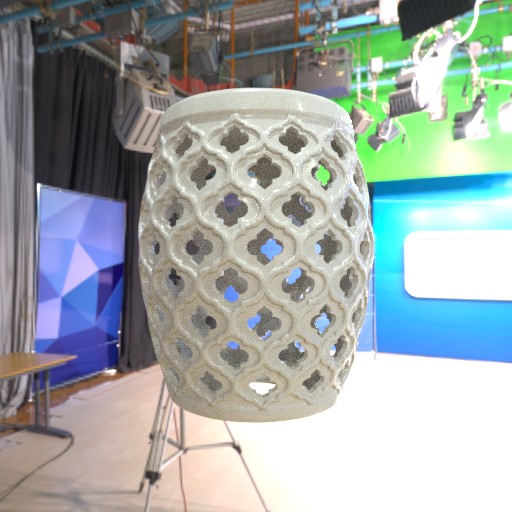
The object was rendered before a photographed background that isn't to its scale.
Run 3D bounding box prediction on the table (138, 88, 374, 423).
[{"bbox_3d":[0.000,0.000,0.632,0.325,0.388,0.325,0,0,0],"label":"table"}]
